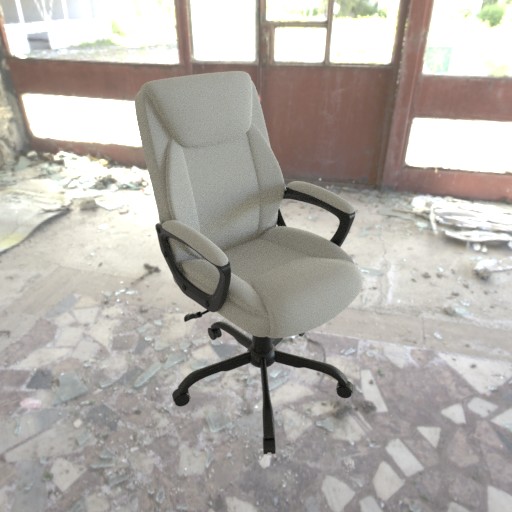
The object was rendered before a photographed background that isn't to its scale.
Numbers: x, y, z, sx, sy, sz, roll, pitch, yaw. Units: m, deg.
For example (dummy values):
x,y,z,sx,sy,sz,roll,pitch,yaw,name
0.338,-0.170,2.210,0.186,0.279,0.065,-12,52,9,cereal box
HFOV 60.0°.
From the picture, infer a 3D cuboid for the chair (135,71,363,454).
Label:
x,y,z,sx,sy,sz,roll,pitch,yaw,name
0.000,0.000,1.465,0.663,1.065,0.669,-23,37,-33,chair
